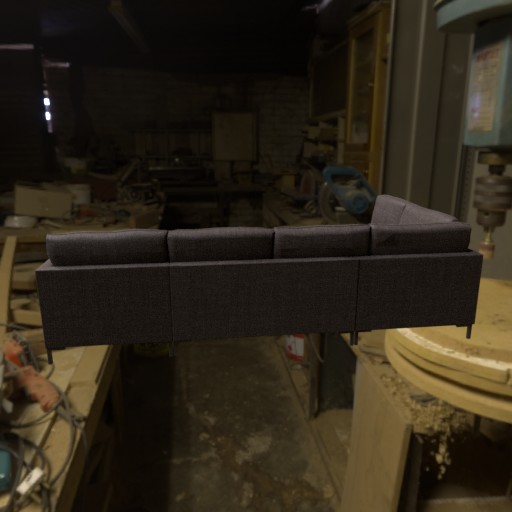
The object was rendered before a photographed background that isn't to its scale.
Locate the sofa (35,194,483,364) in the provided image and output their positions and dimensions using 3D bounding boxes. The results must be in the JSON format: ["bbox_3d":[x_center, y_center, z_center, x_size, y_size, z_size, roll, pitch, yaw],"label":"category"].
[{"bbox_3d":[0.000,0.000,4.303,3.423,0.999,2.048,-2,15,-7],"label":"sofa"}]
